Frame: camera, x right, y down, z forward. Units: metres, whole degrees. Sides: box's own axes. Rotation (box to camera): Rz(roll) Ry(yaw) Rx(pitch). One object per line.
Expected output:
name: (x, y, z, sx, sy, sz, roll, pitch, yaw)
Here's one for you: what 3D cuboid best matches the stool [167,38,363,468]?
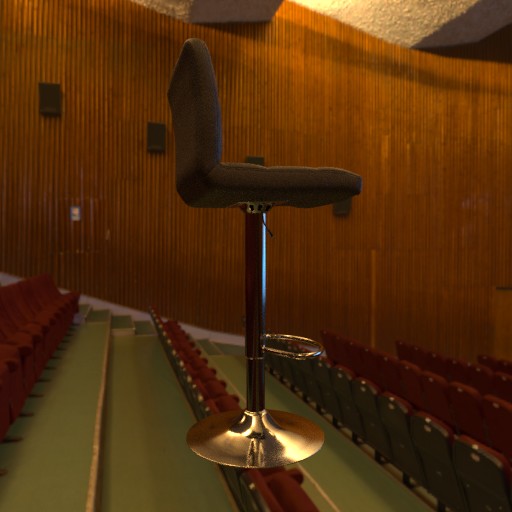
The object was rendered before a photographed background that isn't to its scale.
stool: (0.000, 0.000, 1.365, 0.505, 1.115, 0.430, 0, 1, -18)
